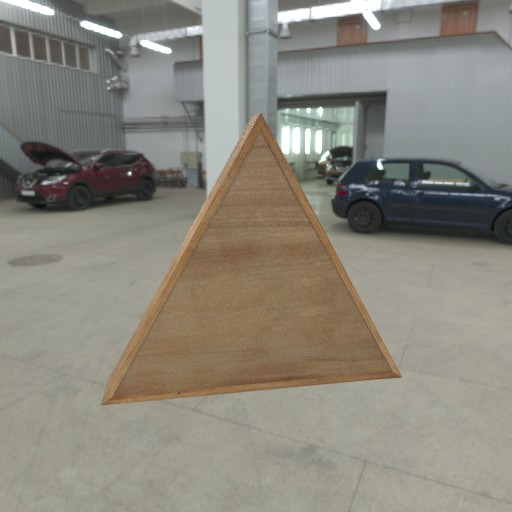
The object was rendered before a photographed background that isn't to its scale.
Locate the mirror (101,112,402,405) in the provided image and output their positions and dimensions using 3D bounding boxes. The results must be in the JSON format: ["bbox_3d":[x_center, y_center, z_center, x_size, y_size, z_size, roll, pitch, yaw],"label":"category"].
[{"bbox_3d":[0.000,0.000,0.898,0.631,0.548,0.100,-2,14,-10],"label":"mirror"}]
